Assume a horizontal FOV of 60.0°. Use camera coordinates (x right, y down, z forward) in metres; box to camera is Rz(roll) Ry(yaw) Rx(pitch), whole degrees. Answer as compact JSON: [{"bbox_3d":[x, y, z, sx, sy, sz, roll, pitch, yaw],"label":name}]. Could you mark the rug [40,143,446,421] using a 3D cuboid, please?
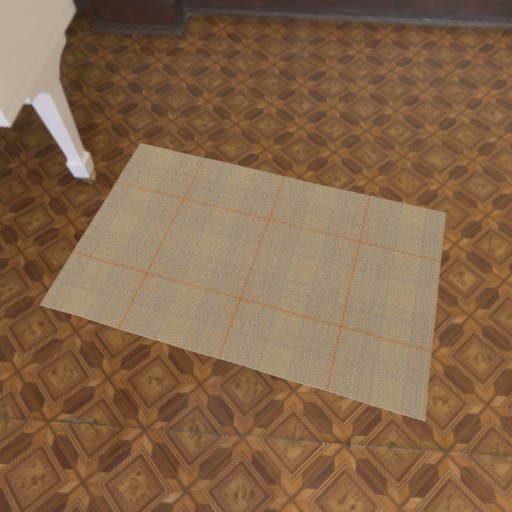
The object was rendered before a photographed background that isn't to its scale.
[{"bbox_3d":[0.000,0.000,3.048,2.442,0.016,1.527,15,59,9],"label":"rug"}]
